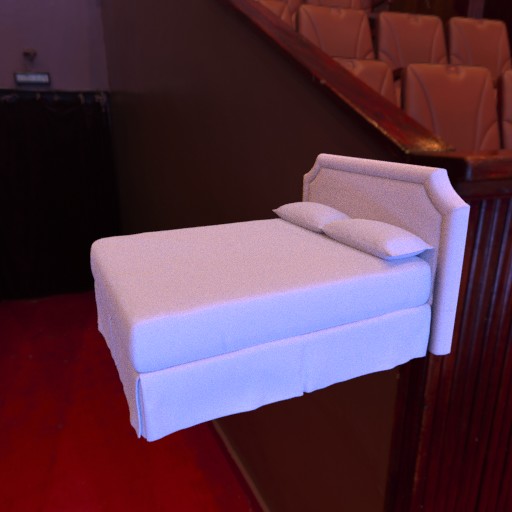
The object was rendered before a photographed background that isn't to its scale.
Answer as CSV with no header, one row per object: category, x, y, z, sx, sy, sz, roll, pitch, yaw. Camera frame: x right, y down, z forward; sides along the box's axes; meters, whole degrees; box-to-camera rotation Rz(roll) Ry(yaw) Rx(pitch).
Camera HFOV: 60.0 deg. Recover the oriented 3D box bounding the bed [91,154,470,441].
bed,0.000,0.000,3.244,2.164,1.297,1.828,-8,19,-25
